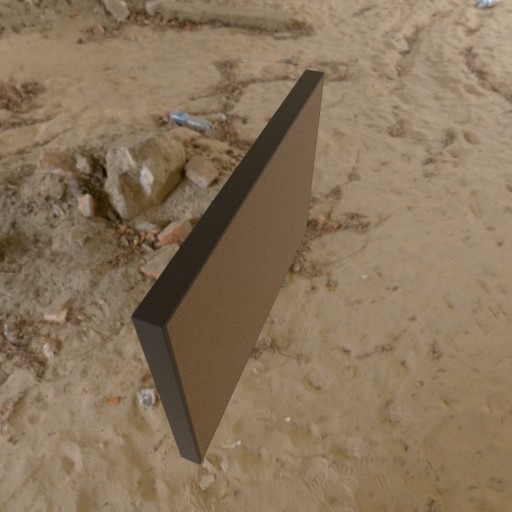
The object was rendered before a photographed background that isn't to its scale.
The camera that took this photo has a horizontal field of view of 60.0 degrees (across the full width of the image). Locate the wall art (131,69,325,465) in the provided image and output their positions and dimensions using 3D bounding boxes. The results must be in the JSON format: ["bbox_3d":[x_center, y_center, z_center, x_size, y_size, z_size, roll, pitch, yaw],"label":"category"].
[{"bbox_3d":[0.000,0.000,1.225,0.058,0.640,0.939,16,49,14],"label":"wall art"}]
